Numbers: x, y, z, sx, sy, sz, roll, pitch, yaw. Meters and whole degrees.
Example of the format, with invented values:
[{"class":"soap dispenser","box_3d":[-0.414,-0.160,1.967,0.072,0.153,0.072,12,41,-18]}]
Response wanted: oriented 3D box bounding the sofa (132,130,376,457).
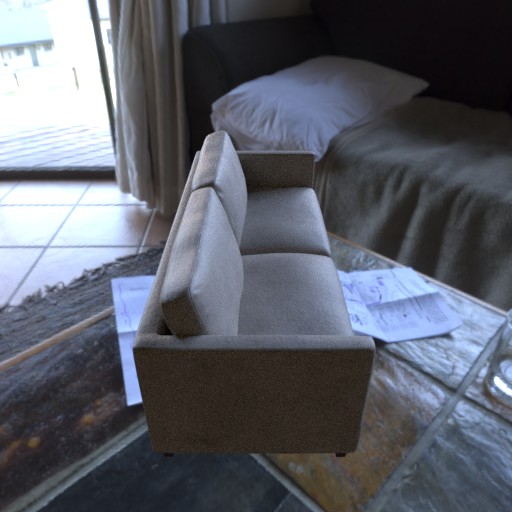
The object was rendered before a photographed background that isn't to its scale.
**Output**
[{"class":"sofa","box_3d":[0.000,0.000,2.699,0.951,0.965,2.208,0,33,0]}]
